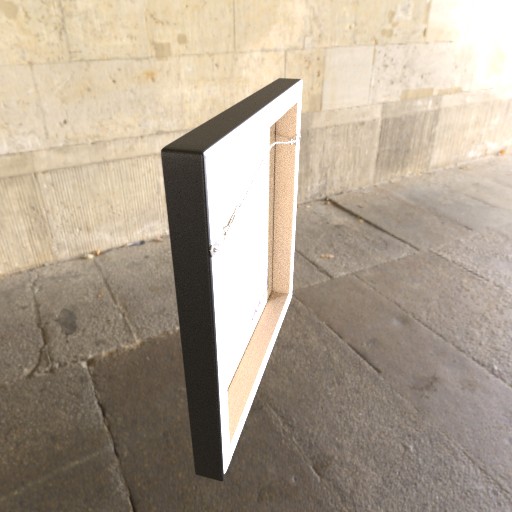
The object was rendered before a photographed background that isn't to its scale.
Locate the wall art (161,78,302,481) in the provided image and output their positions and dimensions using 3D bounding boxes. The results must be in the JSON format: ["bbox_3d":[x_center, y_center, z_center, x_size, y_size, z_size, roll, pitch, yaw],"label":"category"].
[{"bbox_3d":[0.000,0.000,0.610,0.041,0.407,0.406,8,30,14],"label":"wall art"}]
